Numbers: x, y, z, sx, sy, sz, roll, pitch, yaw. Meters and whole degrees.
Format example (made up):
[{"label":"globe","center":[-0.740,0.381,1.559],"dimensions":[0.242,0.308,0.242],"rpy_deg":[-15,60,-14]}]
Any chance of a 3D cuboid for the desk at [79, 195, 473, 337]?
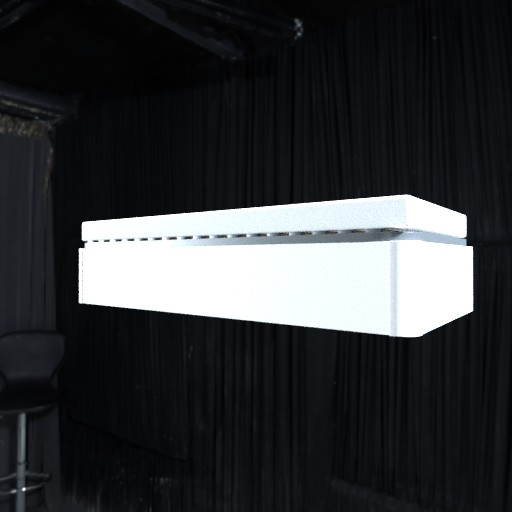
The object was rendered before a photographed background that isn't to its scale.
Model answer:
[{"label":"desk","center":[0.000,0.000,2.310],"dimensions":[1.900,0.526,0.900],"rpy_deg":[0,0,37]}]
